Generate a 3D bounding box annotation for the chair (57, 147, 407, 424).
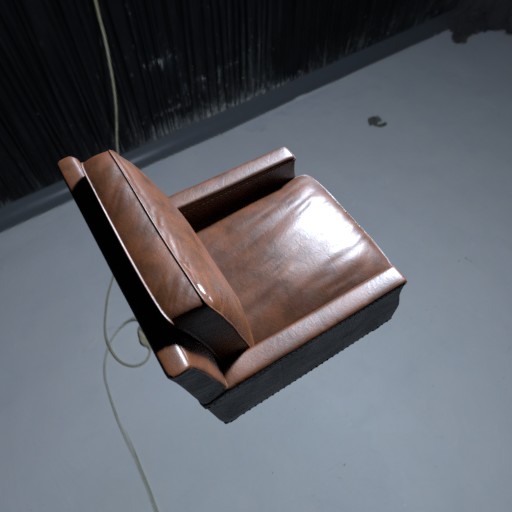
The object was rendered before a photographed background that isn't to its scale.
[{"bbox_3d":[0.000,0.000,1.793,1.035,1.054,0.854,-28,62,-16],"label":"chair"}]
